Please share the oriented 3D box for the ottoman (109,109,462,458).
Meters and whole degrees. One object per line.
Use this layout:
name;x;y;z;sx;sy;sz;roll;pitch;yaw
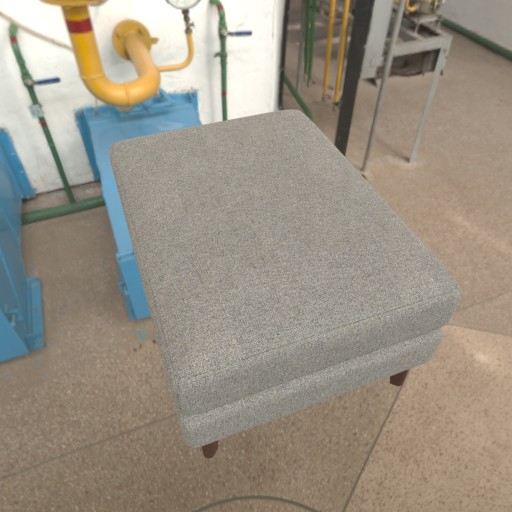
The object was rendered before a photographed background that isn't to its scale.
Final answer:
ottoman;0.000;0.000;1.196;0.611;0.441;0.821;-15;48;-14
